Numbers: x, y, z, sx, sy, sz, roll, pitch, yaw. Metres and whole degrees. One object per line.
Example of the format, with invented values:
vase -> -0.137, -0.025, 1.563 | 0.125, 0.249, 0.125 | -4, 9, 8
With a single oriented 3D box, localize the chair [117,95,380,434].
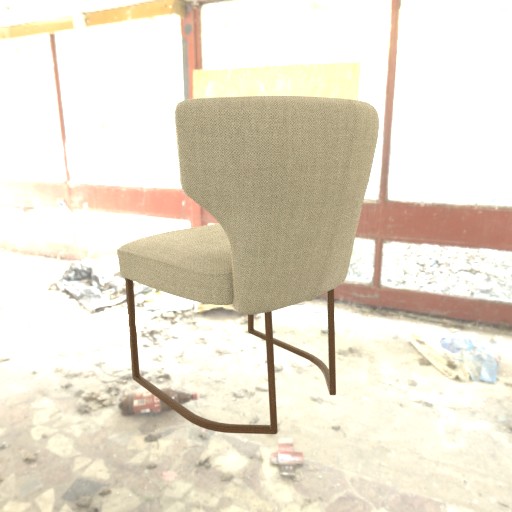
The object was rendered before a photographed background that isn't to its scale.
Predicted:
chair -> 0.000, 0.000, 1.265 | 0.611, 0.824, 0.617 | -14, 20, -42
